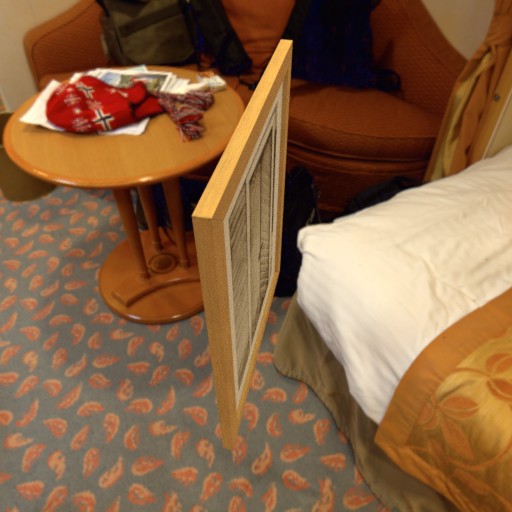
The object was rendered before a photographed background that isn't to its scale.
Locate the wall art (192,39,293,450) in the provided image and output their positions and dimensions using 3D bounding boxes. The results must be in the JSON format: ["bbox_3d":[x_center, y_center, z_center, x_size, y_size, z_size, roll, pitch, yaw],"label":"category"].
[{"bbox_3d":[0.000,0.000,0.774,0.020,0.561,0.460,9,46,9],"label":"wall art"}]
